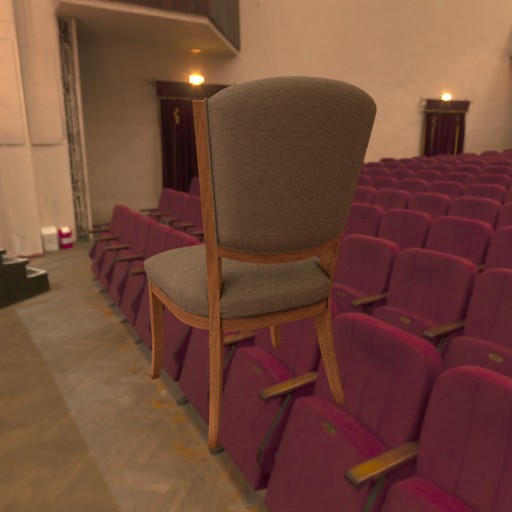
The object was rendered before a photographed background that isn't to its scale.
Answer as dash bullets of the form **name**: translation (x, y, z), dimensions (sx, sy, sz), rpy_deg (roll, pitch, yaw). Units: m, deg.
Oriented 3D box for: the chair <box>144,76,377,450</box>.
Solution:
- **chair**: translation (0.000, 0.000, 1.280), dimensions (0.513, 0.905, 0.584), rpy_deg (-8, 16, -28)
